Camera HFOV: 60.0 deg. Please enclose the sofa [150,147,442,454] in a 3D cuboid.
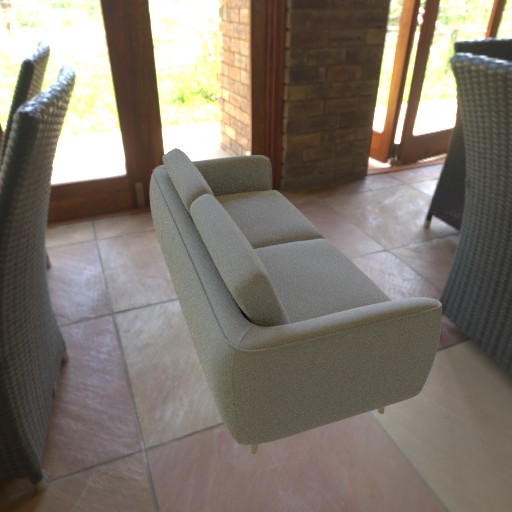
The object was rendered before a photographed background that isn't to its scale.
[{"bbox_3d":[0.000,0.000,2.432,0.920,0.850,2.000,-10,32,-17],"label":"sofa"}]
